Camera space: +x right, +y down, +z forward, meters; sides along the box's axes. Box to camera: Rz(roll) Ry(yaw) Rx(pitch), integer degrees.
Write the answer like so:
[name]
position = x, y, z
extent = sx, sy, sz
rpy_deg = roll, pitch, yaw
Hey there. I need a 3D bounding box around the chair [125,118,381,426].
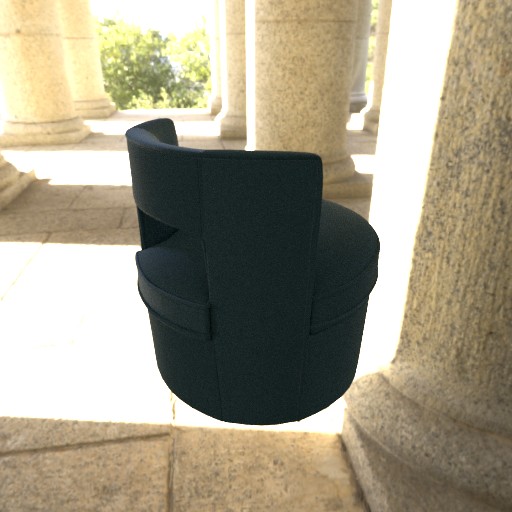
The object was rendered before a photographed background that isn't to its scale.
[chair]
position = 0.000, 0.000, 1.252
extent = 0.660, 0.711, 0.684
rpy_deg = -18, 30, -33
